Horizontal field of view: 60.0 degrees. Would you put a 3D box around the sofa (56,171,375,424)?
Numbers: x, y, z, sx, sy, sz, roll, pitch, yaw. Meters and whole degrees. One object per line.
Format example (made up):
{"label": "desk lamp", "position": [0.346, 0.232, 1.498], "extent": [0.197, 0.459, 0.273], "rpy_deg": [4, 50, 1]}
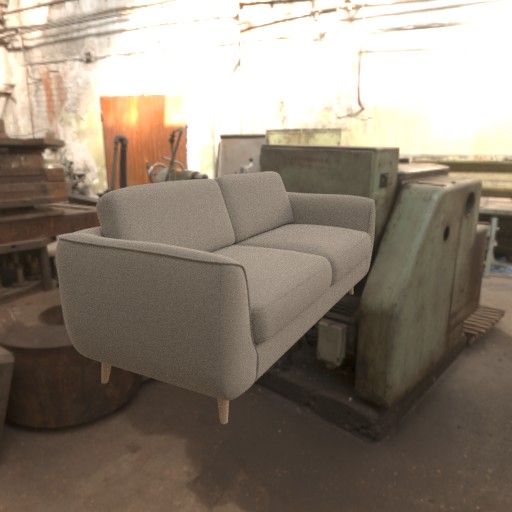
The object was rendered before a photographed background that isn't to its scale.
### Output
{"label": "sofa", "position": [0.000, 0.000, 2.450], "extent": [0.920, 0.850, 2.000], "rpy_deg": [7, 16, 27]}
